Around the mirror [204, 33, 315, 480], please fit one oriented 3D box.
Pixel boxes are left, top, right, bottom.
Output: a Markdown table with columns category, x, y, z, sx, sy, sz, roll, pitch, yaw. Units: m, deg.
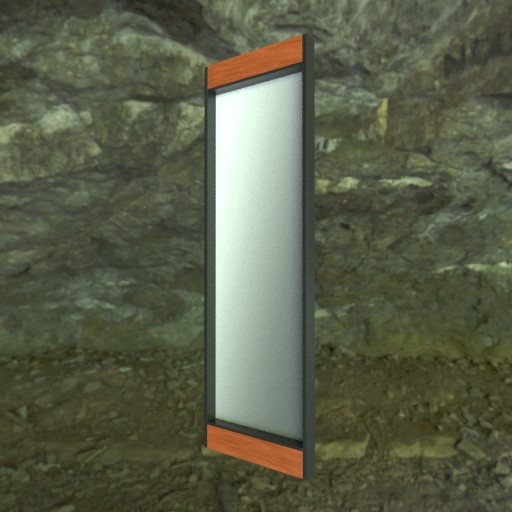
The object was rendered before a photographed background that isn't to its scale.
| category | x | y | z | sx | sy | sz | roll | pitch | yaw |
| --- | --- | --- | --- | --- | --- | --- | --- | --- | --- |
| mirror | 0.000 | 0.000 | 1.230 | 0.343 | 1.123 | 0.047 | 0 | -1 | 35 |
